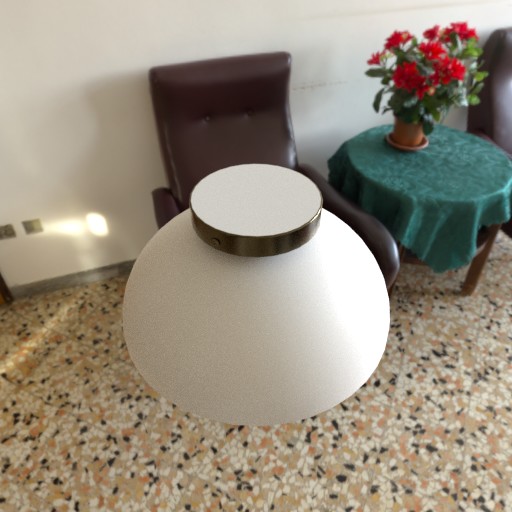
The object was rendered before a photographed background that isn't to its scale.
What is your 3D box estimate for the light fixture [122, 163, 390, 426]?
[{"bbox_3d":[0.000,0.000,0.552,0.355,0.177,0.355,0,41,0],"label":"light fixture"}]
